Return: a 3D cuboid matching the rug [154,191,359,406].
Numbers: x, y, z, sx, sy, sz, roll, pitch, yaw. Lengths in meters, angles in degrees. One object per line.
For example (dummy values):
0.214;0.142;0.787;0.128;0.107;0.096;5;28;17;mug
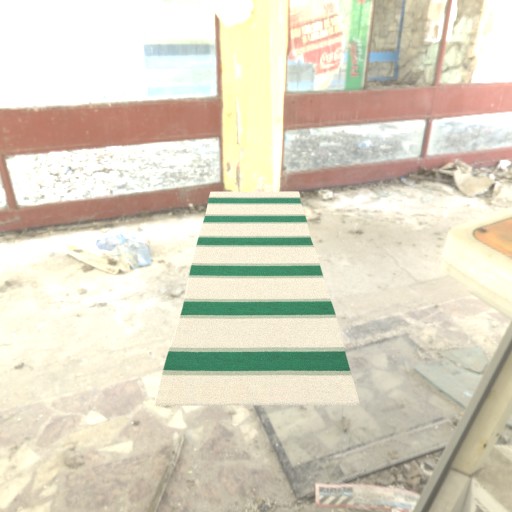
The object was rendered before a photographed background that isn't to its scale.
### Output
0.000;0.000;2.727;0.768;0.012;2.438;0;27;0;rug
